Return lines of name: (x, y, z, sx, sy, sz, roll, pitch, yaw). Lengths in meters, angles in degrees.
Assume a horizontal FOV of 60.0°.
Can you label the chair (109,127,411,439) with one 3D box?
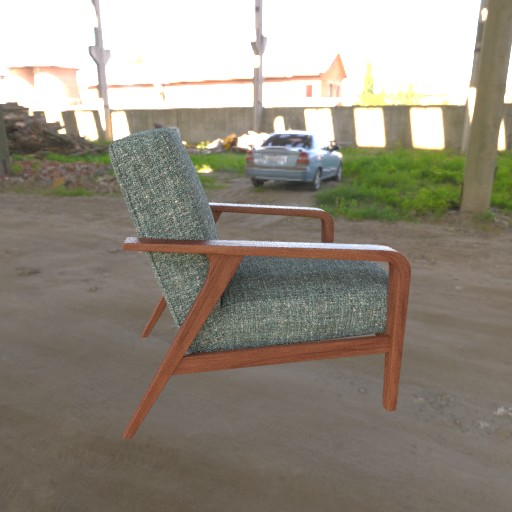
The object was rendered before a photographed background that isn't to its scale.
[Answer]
chair: (0.000, 0.000, 1.545, 0.889, 0.864, 0.719, -3, 16, -9)
